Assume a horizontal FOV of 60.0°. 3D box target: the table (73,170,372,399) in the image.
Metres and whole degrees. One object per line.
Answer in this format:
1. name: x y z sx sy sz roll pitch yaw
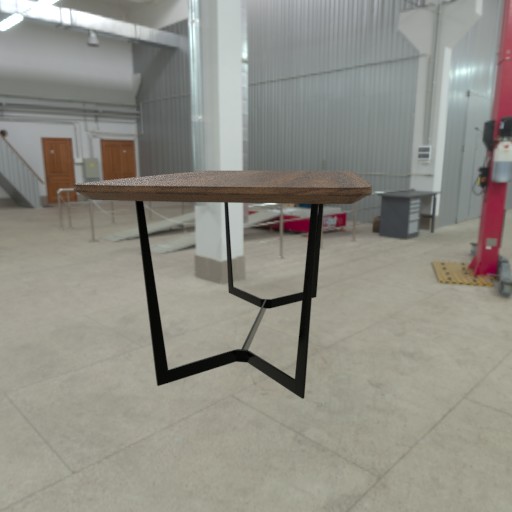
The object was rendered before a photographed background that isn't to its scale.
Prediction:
1. table: 0.000 0.000 2.143 0.949 0.765 1.643 2 13 9
